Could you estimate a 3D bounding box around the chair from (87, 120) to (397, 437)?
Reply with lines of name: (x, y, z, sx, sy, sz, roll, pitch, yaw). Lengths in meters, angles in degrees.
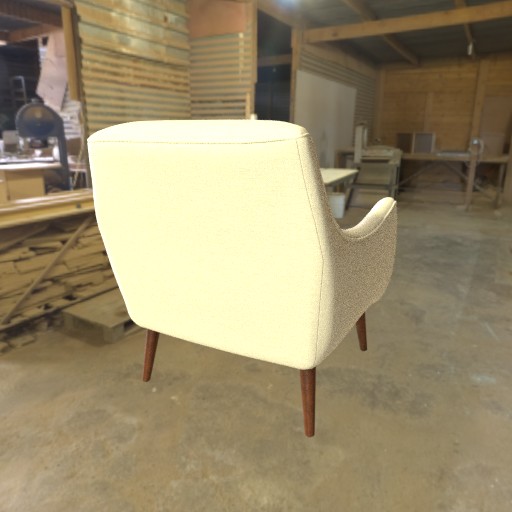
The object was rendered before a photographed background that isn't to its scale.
chair: (0.000, 0.000, 1.448, 0.762, 0.838, 0.787, 8, 18, 27)
